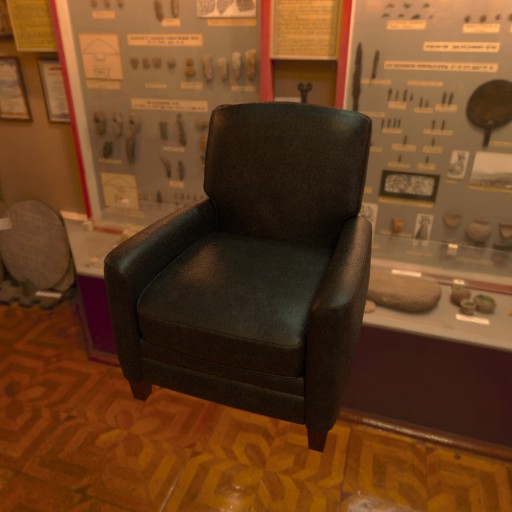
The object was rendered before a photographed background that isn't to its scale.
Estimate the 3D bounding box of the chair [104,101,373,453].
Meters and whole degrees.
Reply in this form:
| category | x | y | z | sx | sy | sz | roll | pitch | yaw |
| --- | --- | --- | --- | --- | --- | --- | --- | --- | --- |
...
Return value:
| category | x | y | z | sx | sy | sz | roll | pitch | yaw |
| --- | --- | --- | --- | --- | --- | --- | --- | --- | --- |
| chair | 0.000 | 0.000 | 1.690 | 0.848 | 1.014 | 0.864 | 9 | 29 | 17 |
